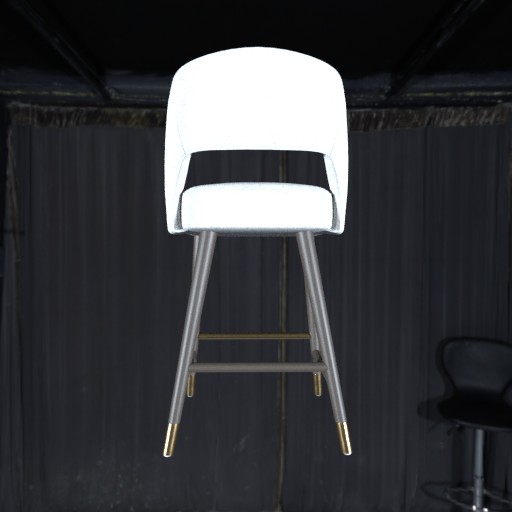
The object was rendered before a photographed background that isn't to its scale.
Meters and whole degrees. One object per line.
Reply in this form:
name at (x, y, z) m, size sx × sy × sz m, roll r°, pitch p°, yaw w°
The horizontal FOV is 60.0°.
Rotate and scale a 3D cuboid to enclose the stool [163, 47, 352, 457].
stool at (0.000, 0.000, 1.241) m, size 0.494 × 0.940 × 0.509 m, roll 0°, pitch 1°, yaw -1°
